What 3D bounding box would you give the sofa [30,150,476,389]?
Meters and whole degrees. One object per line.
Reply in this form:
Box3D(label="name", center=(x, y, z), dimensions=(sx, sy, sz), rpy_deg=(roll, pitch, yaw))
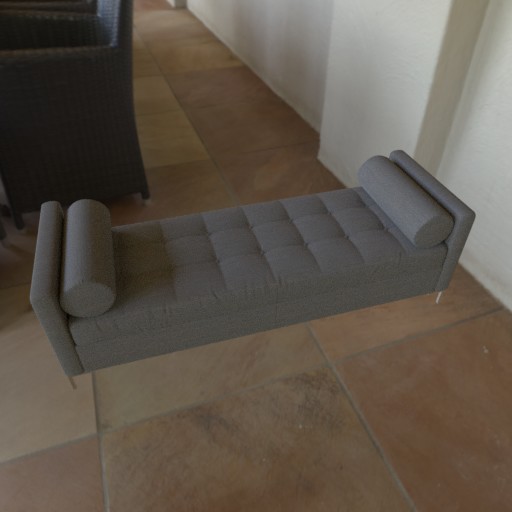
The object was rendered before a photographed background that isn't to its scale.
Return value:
Box3D(label="sofa", center=(0.000, 0.000, 2.315), dimensions=(1.981, 0.635, 0.686), rpy_deg=(-11, 42, -12))
